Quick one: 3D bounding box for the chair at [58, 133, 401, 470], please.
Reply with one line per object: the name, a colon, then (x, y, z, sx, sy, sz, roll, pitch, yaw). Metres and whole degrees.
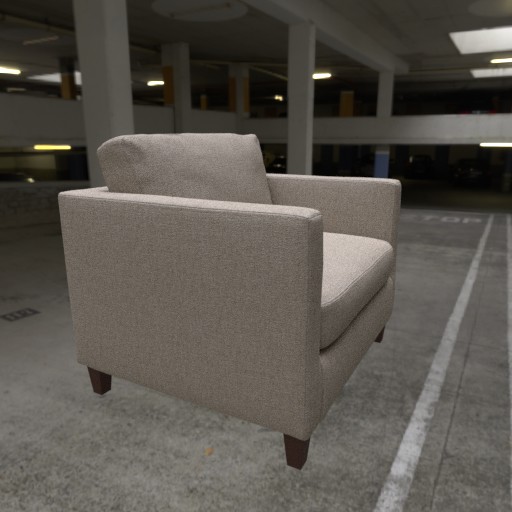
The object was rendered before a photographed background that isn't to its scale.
chair: (0.000, 0.000, 1.788, 0.959, 0.961, 1.107, 8, 17, 28)
